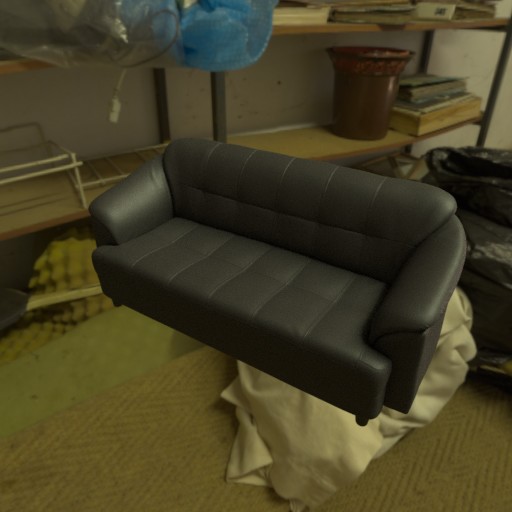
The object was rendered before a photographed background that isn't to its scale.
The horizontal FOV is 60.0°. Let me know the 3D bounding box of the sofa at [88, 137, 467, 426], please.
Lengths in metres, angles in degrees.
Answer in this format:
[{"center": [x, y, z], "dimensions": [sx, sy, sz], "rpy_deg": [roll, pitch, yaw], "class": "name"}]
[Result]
[{"center": [0.000, 0.000, 2.204], "dimensions": [1.829, 0.811, 0.800], "rpy_deg": [19, 35, 28], "class": "sofa"}]
